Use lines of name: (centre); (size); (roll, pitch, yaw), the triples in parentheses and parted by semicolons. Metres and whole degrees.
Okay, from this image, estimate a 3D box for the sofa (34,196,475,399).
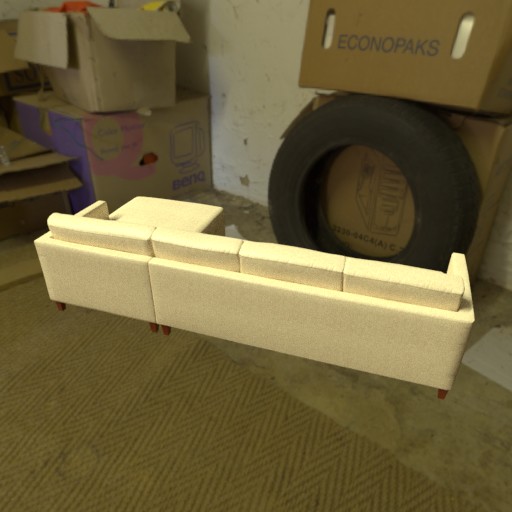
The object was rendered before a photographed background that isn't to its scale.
sofa: (0.000, 0.000, 4.049); (3.471, 0.954, 1.603); (10, 32, 16)
